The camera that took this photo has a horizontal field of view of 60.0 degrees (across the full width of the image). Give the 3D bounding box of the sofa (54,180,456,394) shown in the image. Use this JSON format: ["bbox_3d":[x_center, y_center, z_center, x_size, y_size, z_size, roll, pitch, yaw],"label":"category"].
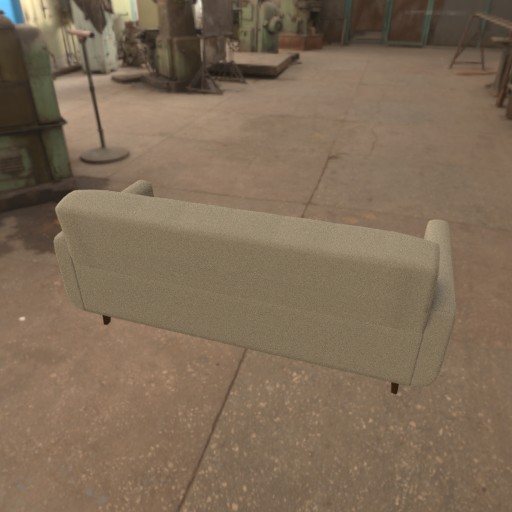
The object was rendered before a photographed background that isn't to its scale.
[{"bbox_3d":[0.000,0.000,2.642,2.137,0.892,0.980,10,33,16],"label":"sofa"}]
